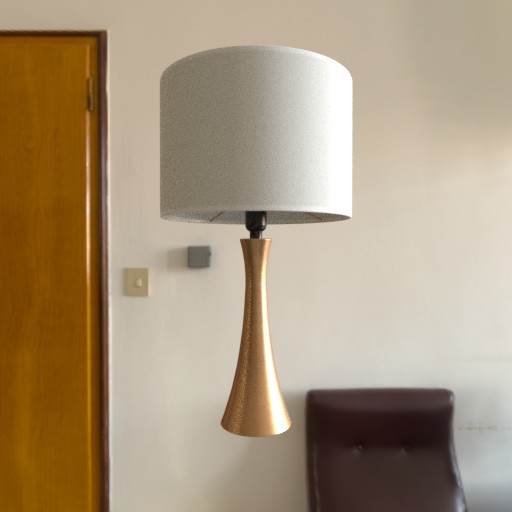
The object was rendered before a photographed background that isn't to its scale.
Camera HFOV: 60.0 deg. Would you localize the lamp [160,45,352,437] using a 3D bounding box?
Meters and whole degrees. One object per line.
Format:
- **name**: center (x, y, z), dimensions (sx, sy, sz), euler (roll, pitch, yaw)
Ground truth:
- **lamp**: center (0.000, 0.000, 0.635), dimensions (0.268, 0.479, 0.268), euler (0, 1, -36)
